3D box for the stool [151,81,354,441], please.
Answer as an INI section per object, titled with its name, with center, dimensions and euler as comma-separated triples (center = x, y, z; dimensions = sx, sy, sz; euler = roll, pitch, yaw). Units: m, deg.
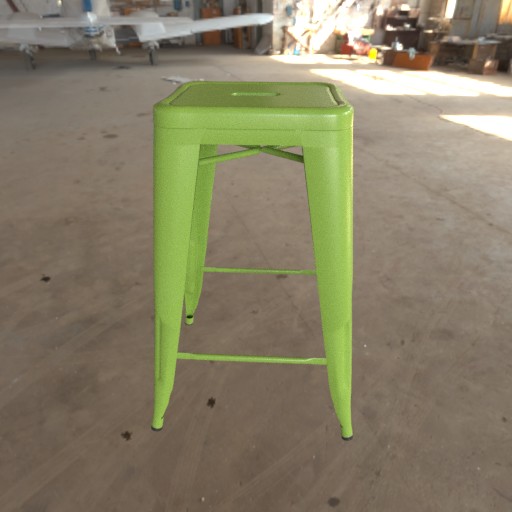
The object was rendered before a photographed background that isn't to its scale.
[stool]
center = 0.000, 0.000, 0.868
dimensions = 0.398, 0.609, 0.358
euler = 2, 29, 3
